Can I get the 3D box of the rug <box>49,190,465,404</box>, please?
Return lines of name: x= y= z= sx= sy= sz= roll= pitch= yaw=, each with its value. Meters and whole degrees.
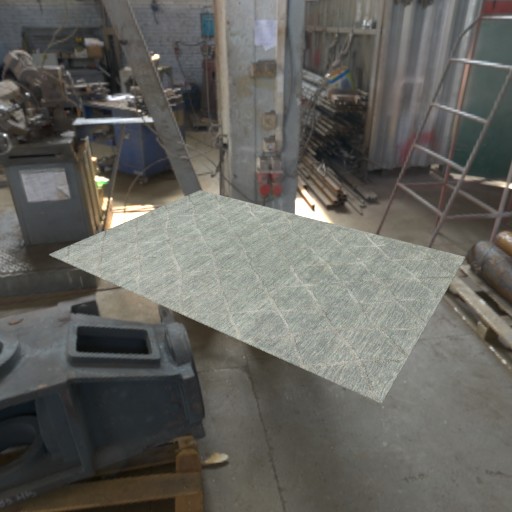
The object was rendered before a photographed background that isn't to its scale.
rug: x=0.000 y=0.000 z=2.919 sx=2.283 sy=0.006 sz=1.521 roll=18 pitch=33 yaw=30
